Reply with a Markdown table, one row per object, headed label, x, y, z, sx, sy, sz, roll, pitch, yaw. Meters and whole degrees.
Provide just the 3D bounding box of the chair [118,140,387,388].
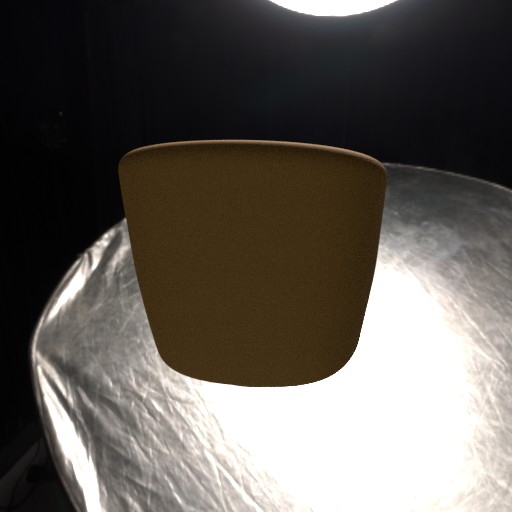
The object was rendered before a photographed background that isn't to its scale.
| label | x | y | z | sx | sy | sz | roll | pitch | yaw |
| --- | --- | --- | --- | --- | --- | --- | --- | --- | --- |
| chair | 0.000 | 0.000 | 1.369 | 0.773 | 0.698 | 0.767 | 2 | 15 | 8 |
